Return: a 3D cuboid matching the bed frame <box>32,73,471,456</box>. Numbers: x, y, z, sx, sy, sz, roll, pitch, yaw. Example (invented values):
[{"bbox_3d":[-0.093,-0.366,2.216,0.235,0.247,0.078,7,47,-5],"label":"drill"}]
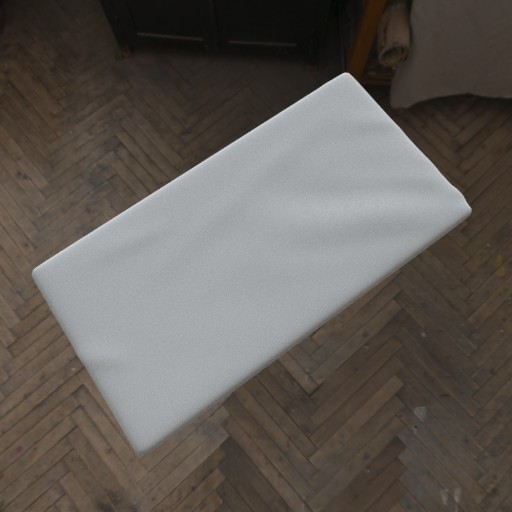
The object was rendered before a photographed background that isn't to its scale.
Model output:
[{"bbox_3d":[0.000,0.000,2.337,1.903,0.619,0.989,-35,77,-9],"label":"bed frame"}]
